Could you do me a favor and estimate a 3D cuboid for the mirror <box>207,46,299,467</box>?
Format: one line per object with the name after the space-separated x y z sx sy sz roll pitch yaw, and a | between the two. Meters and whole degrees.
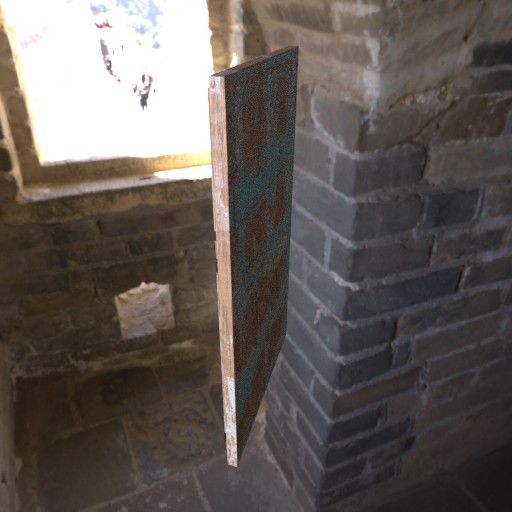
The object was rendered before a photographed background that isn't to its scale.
0.000 0.000 1.473 0.083 1.213 0.707 8 31 14 | mirror
